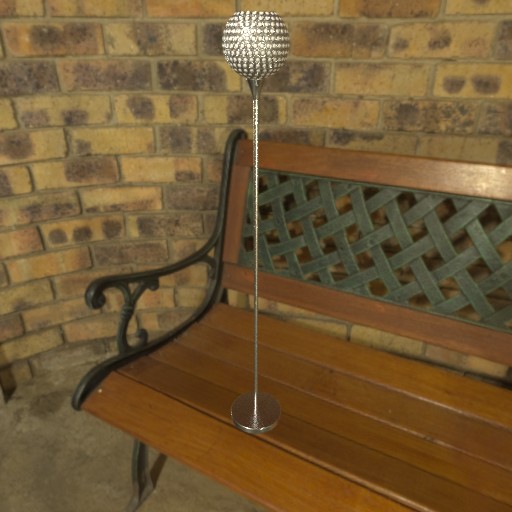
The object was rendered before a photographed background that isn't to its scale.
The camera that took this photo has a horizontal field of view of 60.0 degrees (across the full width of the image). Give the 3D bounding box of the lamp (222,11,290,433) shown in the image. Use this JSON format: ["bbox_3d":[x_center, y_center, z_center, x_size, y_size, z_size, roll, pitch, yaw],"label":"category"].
[{"bbox_3d":[0.000,0.000,1.869,0.254,1.805,0.254,0,26,0],"label":"lamp"}]
